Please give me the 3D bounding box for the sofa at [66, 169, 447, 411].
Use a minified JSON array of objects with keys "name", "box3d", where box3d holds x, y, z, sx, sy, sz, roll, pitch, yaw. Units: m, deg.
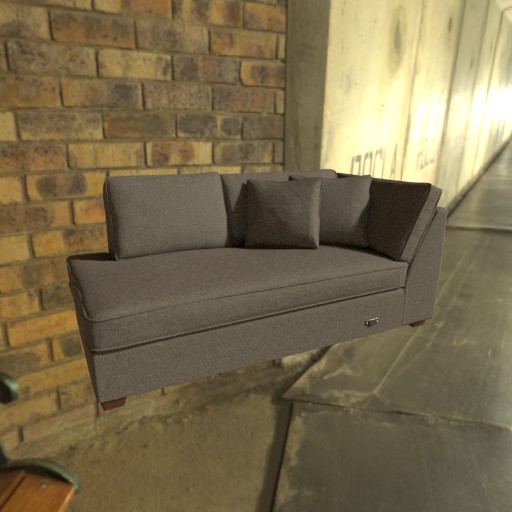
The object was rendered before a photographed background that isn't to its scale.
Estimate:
[{"name":"sofa","box3d":[0.000,0.000,2.880,2.237,1.033,1.110,-8,19,-25]}]
